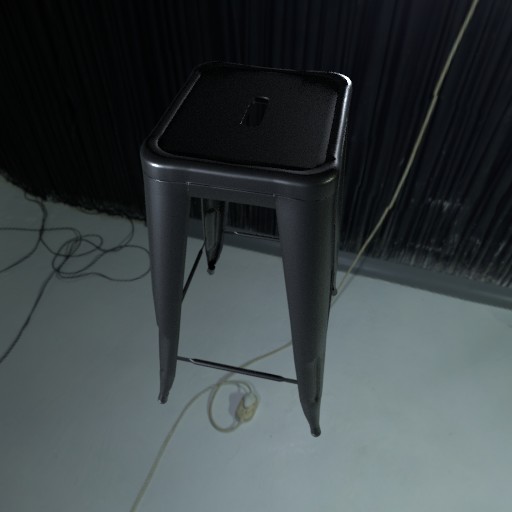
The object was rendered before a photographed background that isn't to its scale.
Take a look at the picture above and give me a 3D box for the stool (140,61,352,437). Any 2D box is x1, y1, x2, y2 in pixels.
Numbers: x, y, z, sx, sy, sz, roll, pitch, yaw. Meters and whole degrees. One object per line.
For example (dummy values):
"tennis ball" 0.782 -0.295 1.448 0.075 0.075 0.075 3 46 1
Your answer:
"stool" 0.000 0.000 0.846 0.359 0.609 0.399 9 48 8
